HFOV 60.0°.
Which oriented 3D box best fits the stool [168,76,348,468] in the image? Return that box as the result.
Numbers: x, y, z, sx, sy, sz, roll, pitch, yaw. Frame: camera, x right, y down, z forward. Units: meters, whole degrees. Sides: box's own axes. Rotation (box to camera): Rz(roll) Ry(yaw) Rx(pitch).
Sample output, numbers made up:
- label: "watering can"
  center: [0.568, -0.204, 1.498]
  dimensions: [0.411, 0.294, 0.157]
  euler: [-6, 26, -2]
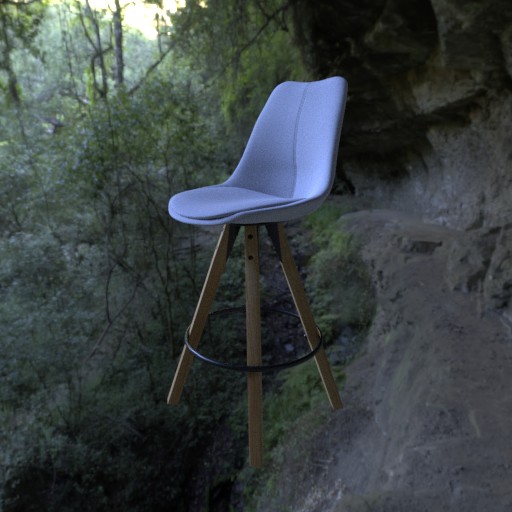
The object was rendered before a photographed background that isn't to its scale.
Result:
- label: "stool"
  center: [0.000, 0.000, 1.448]
  dimensions: [0.550, 1.115, 0.484]
  euler: [-15, 22, -43]
